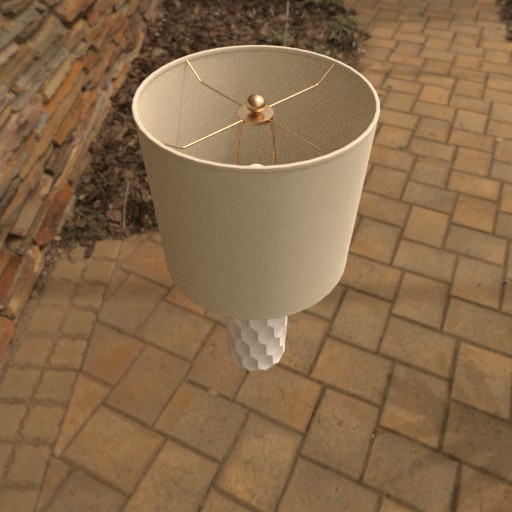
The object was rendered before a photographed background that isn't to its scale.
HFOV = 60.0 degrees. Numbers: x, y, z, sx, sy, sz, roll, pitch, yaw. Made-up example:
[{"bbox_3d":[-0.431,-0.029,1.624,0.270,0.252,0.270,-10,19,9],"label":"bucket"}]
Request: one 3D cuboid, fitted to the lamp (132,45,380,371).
[{"bbox_3d":[0.000,0.000,0.699,0.277,0.537,0.277,-3,47,-2],"label":"lamp"}]
